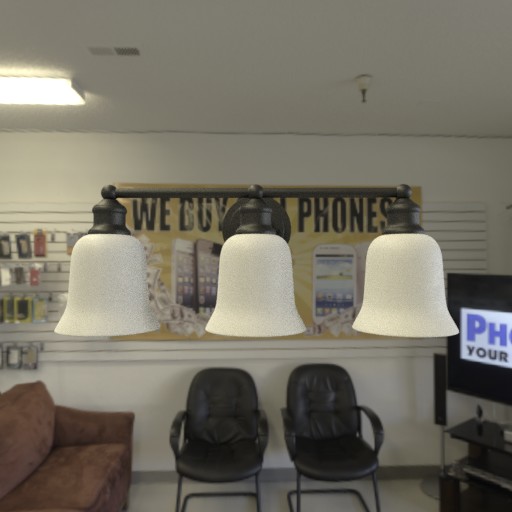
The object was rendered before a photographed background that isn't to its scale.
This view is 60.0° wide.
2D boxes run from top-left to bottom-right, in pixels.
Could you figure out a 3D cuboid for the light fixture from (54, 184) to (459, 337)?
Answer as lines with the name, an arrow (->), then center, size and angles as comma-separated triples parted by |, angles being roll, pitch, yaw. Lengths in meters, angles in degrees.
light fixture -> 0.000, 0.000, 0.668 | 0.570, 0.211, 0.198 | 0, -1, 1
